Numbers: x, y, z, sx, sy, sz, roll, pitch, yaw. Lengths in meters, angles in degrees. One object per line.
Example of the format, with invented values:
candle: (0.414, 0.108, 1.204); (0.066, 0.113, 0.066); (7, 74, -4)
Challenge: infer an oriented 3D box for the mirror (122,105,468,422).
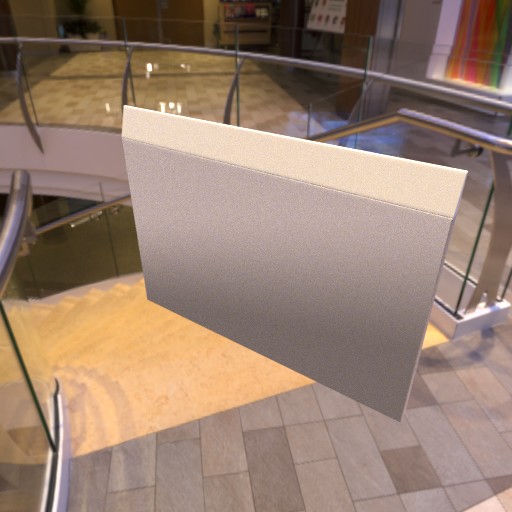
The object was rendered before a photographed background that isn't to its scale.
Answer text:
mirror: (0.000, 0.000, 1.130); (0.870, 0.630, 0.030); (20, 36, 29)
